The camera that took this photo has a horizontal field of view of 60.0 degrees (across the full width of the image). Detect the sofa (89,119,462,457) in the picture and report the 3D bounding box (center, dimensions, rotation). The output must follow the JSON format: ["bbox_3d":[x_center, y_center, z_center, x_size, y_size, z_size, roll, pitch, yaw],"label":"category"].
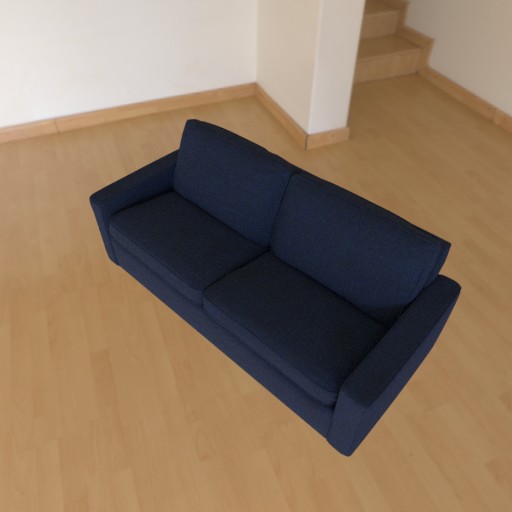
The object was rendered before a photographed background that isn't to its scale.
[{"bbox_3d":[0.000,0.000,2.608,2.080,0.919,0.940,33,54,28],"label":"sofa"}]
